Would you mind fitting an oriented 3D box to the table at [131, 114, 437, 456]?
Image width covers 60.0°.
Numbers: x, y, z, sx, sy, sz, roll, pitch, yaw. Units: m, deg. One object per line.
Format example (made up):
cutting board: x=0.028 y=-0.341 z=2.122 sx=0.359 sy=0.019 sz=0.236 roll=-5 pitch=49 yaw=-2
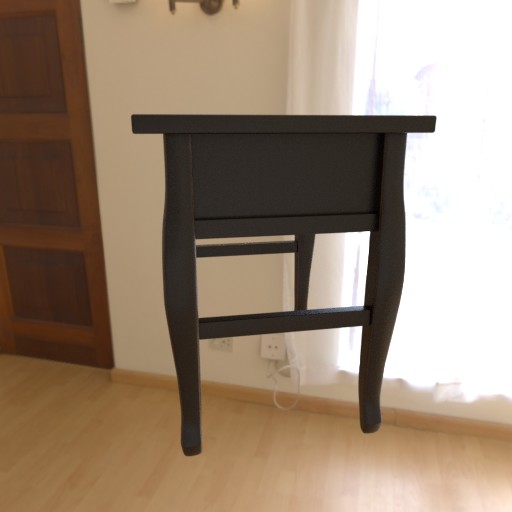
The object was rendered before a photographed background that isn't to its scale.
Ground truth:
table: x=0.000 y=0.000 z=1.014 sx=0.460 sy=0.604 sz=0.602 roll=-3 pitch=17 yaw=-10
